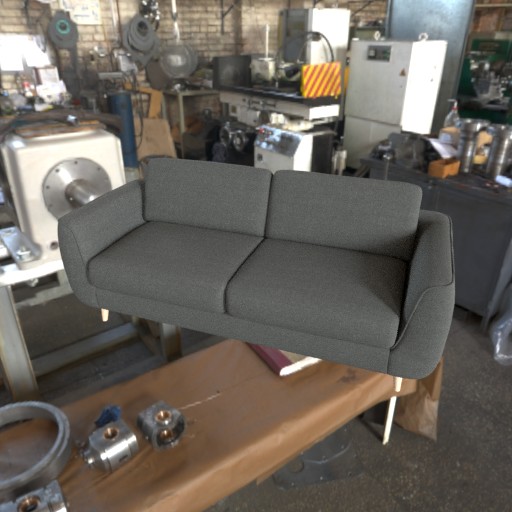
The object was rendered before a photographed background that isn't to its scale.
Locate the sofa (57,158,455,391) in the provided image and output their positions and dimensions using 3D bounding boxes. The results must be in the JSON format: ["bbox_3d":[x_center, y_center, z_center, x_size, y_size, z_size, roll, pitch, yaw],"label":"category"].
[{"bbox_3d":[0.000,0.000,2.462,2.000,0.850,0.920,9,28,18],"label":"sofa"}]
